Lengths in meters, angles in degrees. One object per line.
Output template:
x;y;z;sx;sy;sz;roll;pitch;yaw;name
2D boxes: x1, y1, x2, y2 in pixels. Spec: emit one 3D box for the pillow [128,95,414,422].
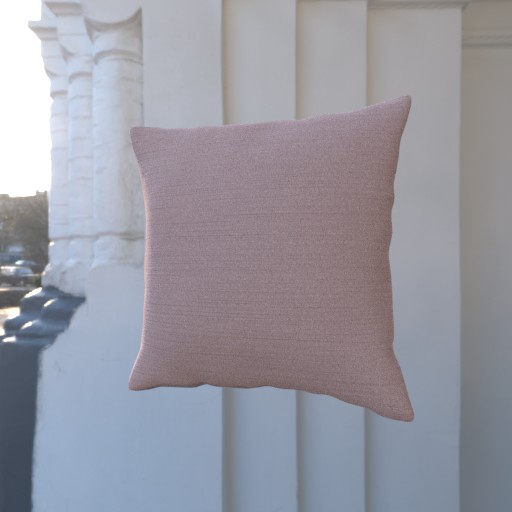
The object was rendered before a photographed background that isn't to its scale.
0.000;0.000;0.703;0.470;0.464;0.175;0;-1;18;pillow
